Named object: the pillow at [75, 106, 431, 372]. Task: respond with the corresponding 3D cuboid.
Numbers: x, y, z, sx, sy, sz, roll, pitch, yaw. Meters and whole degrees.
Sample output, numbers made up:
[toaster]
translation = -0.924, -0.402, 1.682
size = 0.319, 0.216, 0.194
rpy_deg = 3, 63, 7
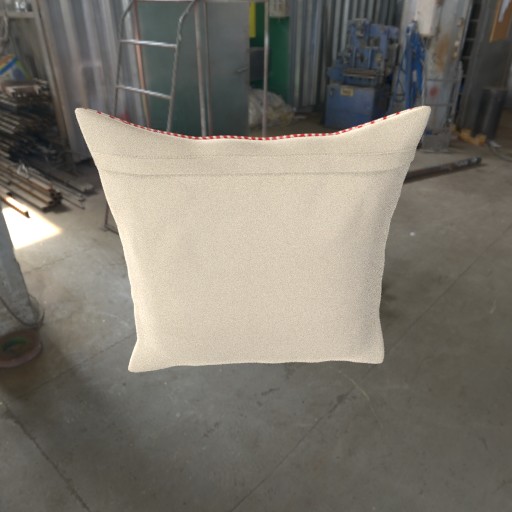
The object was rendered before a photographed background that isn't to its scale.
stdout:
[pillow]
translation = 0.000, 0.000, 0.693
size = 0.463, 0.454, 0.160
rpy_deg = -1, 30, -2
